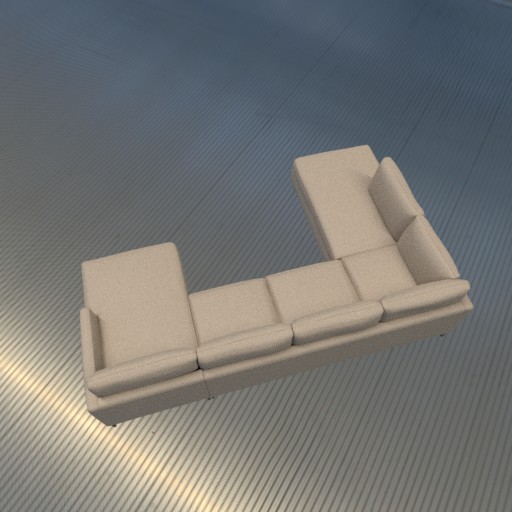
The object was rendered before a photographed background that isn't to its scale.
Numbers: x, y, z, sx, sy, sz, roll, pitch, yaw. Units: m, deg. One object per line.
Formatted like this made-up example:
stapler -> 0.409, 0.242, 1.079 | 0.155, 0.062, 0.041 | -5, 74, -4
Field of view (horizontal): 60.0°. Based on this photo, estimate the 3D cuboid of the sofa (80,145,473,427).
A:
sofa -> 0.000, 0.000, 3.556 | 2.737, 0.756, 1.879 | -13, 59, -8
